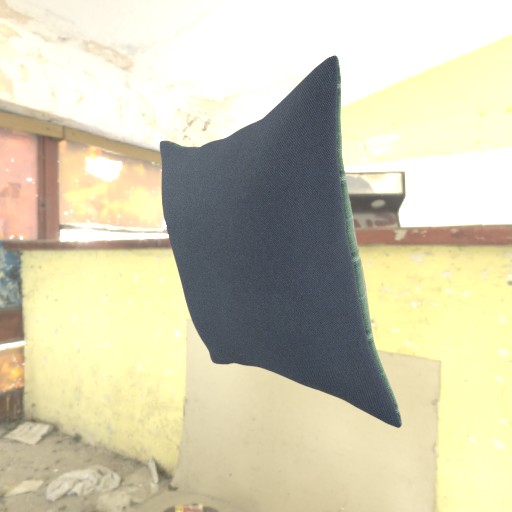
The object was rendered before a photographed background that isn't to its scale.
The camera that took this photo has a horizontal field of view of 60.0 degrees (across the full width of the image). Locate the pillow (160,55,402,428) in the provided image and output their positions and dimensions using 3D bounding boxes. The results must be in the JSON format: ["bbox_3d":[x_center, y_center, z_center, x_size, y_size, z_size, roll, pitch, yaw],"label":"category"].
[{"bbox_3d":[0.000,0.000,0.683,0.200,0.430,0.453,0,0,-36],"label":"pillow"}]
